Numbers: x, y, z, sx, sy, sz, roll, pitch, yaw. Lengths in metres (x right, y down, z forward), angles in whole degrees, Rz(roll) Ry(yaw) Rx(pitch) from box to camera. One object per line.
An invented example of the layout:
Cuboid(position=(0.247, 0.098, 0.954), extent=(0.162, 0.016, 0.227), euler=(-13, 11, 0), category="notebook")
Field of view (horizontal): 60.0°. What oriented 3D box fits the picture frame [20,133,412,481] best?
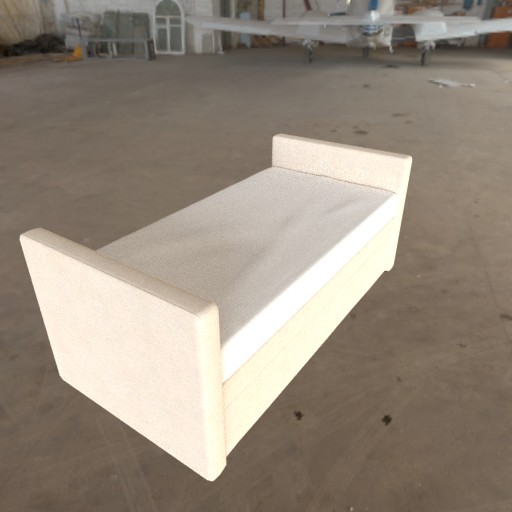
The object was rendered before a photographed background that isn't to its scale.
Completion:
Cuboid(position=(0.000, 0.000, 2.675), extent=(1.069, 0.891, 2.161), euler=(19, 35, 30), category="picture frame")
